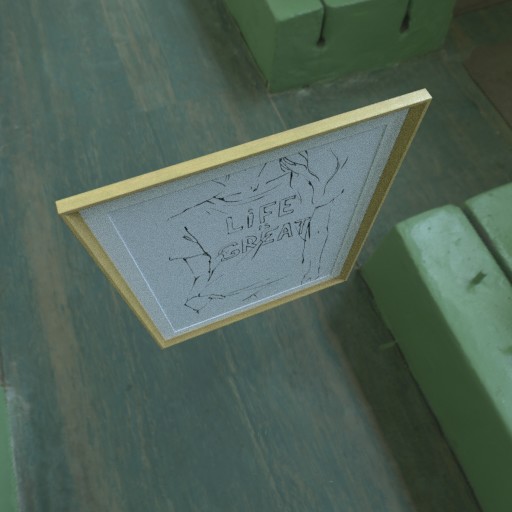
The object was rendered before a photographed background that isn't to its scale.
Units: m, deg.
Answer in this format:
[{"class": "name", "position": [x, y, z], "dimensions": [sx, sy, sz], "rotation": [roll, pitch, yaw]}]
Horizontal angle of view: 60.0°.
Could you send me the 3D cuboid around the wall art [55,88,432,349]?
[{"class": "wall art", "position": [0.000, 0.000, 1.340], "dimensions": [0.798, 1.002, 0.030], "rotation": [-19, 65, -9]}]
